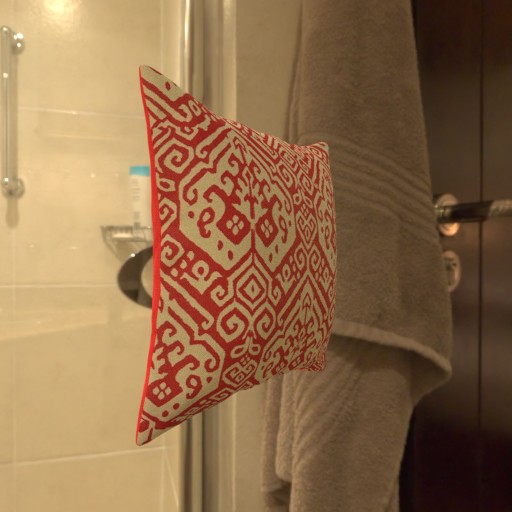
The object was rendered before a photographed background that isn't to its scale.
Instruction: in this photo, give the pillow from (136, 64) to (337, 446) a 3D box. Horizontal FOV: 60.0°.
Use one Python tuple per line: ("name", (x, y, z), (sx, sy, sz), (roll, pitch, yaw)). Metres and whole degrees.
("pillow", (0.000, 0.000, 0.786), (0.192, 0.507, 0.522), (0, 0, 37))
